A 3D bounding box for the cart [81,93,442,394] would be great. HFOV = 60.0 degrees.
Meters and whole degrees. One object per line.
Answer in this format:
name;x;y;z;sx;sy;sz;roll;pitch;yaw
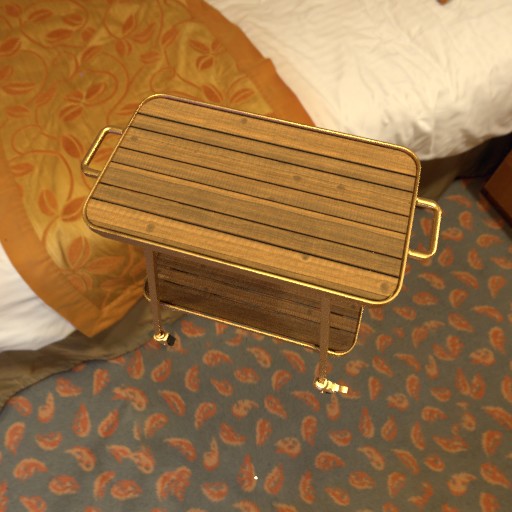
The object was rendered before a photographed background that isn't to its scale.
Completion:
cart;0.000;0.000;1.293;0.806;0.700;0.524;15;64;7
